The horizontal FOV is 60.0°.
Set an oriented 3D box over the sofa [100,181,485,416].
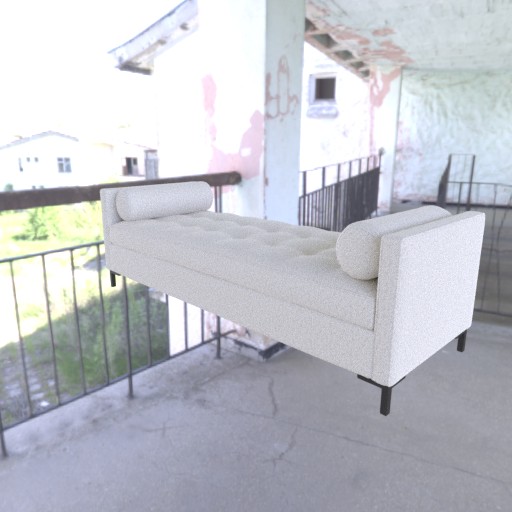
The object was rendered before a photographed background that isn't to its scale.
[{"bbox_3d":[0.000,0.000,2.331,0.746,0.641,1.985,-14,20,-43],"label":"sofa"}]
